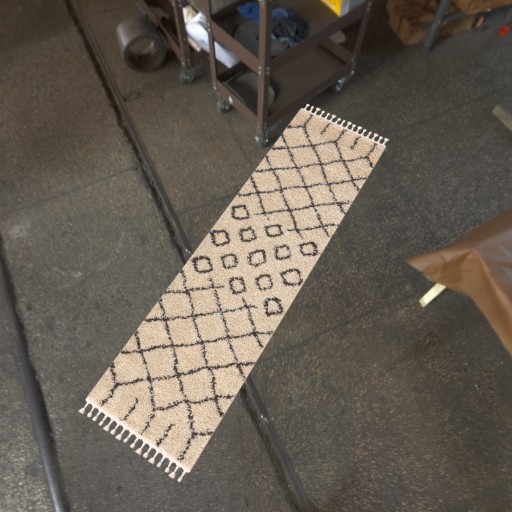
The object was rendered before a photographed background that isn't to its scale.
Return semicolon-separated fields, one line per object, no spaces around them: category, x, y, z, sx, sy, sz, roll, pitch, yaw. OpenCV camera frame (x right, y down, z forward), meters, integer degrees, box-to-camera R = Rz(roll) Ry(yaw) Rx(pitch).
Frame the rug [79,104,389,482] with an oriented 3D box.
rug;0.000;0.000;2.664;0.660;0.005;2.464;29;68;13
